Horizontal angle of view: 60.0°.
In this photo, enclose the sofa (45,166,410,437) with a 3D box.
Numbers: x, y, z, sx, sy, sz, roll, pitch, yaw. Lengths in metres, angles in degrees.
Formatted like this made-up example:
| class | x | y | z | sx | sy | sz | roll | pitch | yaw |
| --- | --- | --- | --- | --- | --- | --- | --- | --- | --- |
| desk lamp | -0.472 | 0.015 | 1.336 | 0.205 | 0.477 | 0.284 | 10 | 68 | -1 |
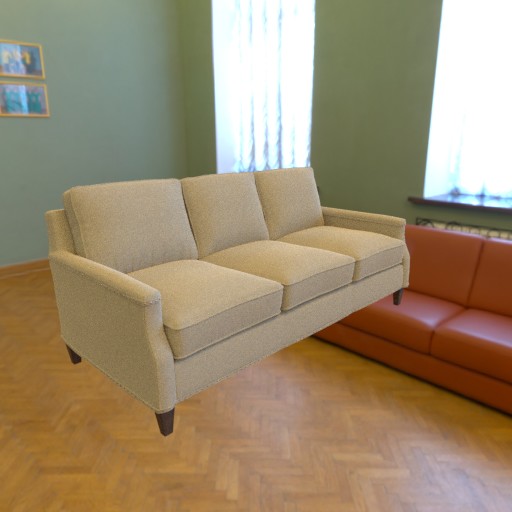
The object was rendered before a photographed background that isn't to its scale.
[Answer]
| class | x | y | z | sx | sy | sz | roll | pitch | yaw |
| --- | --- | --- | --- | --- | --- | --- | --- | --- | --- |
| sofa | 0.000 | 0.000 | 2.844 | 1.084 | 1.003 | 2.246 | 15 | 21 | 42 |
